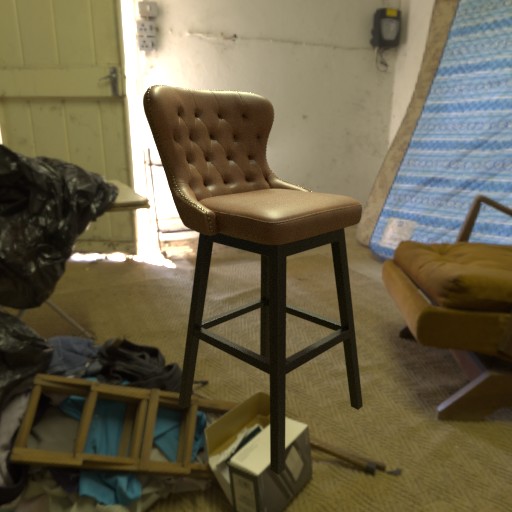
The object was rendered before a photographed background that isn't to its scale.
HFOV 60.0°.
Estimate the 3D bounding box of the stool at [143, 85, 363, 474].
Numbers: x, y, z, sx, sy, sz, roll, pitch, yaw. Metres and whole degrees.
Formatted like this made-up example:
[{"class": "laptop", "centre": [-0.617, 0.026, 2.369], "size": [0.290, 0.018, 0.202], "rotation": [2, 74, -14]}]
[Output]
[{"class": "stool", "centre": [0.000, 0.000, 1.435], "size": [0.601, 1.050, 0.528], "rotation": [15, 22, 42]}]
